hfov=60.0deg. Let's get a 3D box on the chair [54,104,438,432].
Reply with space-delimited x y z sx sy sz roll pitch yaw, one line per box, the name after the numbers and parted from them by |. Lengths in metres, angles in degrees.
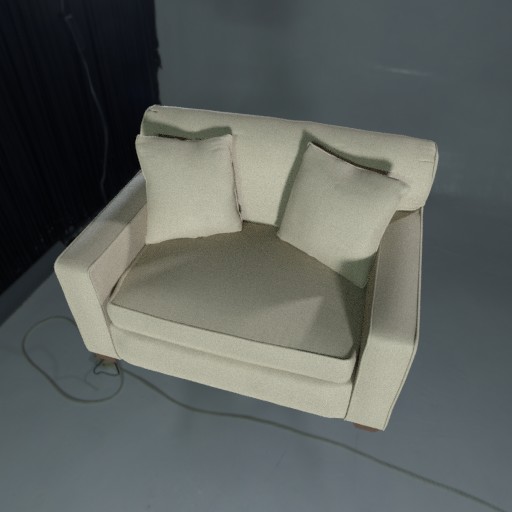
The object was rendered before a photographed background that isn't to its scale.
0.000 0.000 2.004 1.383 0.948 1.000 11 43 12 | chair
